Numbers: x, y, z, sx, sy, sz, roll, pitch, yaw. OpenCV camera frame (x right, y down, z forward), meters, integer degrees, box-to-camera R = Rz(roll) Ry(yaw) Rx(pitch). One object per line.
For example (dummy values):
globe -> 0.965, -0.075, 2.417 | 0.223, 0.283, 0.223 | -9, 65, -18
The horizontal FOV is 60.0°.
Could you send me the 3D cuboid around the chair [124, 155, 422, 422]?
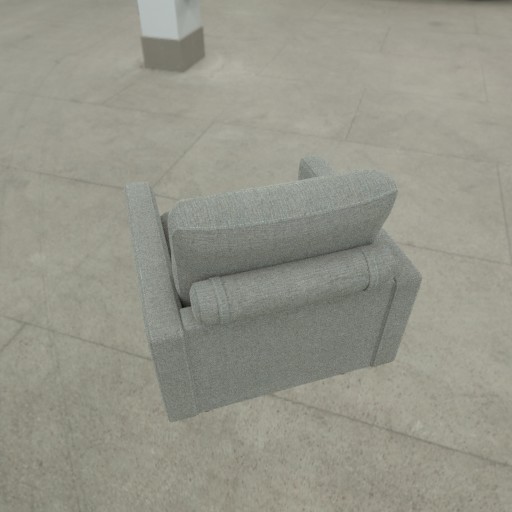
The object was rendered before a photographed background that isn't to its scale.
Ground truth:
chair -> 0.000, 0.000, 1.581 | 0.821, 0.880, 0.843 | -11, 43, -13
